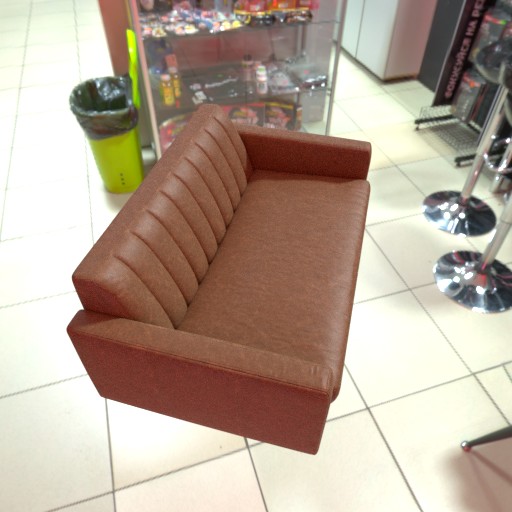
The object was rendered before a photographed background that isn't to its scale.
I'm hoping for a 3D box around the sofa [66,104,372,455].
[{"bbox_3d":[0.000,0.000,2.118,0.960,0.820,1.549,11,46,11],"label":"sofa"}]
